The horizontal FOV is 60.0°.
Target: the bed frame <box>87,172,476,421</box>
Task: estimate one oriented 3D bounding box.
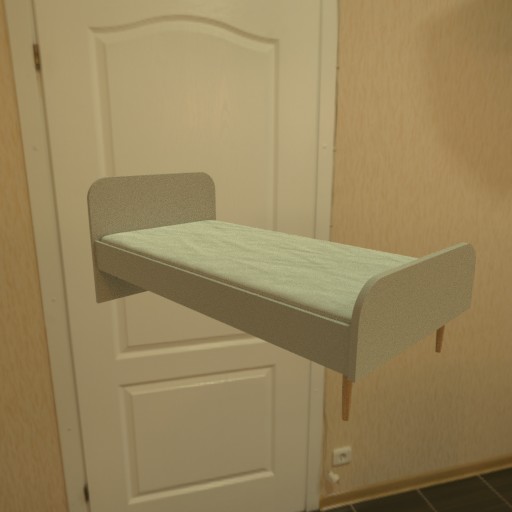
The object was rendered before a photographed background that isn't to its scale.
[{"bbox_3d":[0.000,0.000,2.456,0.998,0.805,1.963,-13,19,-43],"label":"bed frame"}]
